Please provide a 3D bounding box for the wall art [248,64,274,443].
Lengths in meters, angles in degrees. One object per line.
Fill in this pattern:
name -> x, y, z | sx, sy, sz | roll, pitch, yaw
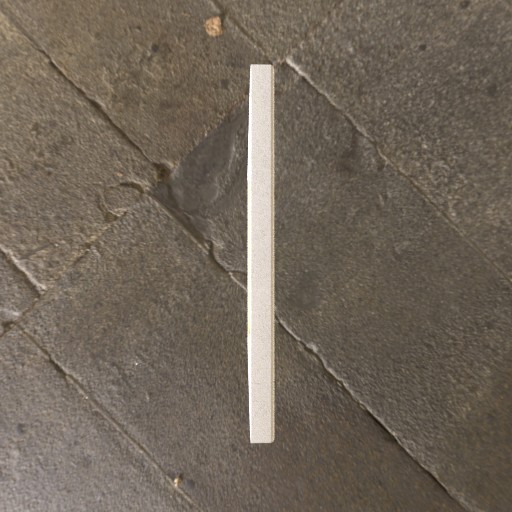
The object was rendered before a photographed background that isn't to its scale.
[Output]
wall art -> 0.000, 0.000, 1.167 | 0.038, 0.912, 0.607 | 0, 89, -1
